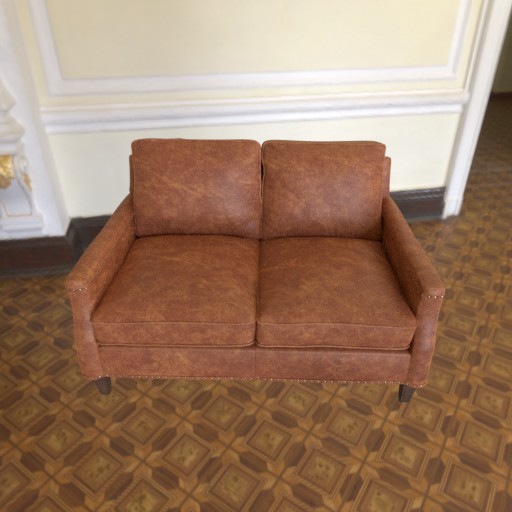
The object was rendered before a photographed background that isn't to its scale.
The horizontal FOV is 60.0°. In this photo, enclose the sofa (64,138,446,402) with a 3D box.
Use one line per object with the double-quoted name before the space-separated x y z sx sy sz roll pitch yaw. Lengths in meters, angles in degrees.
"sofa" 0.000 0.000 2.285 1.597 1.003 1.084 1 32 2
